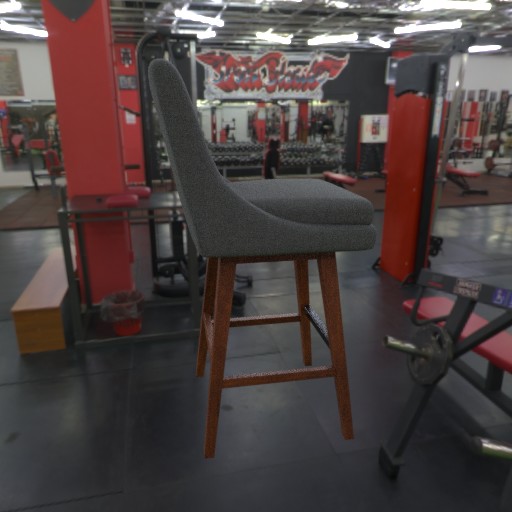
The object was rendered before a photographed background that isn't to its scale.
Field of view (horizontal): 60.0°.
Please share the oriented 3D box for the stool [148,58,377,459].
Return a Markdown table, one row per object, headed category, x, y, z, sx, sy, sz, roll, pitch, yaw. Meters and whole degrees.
| category | x | y | z | sx | sy | sz | roll | pitch | yaw |
| --- | --- | --- | --- | --- | --- | --- | --- | --- | --- |
| stool | 0.000 | 0.000 | 1.248 | 0.524 | 0.977 | 0.447 | -3 | 18 | -10 |
